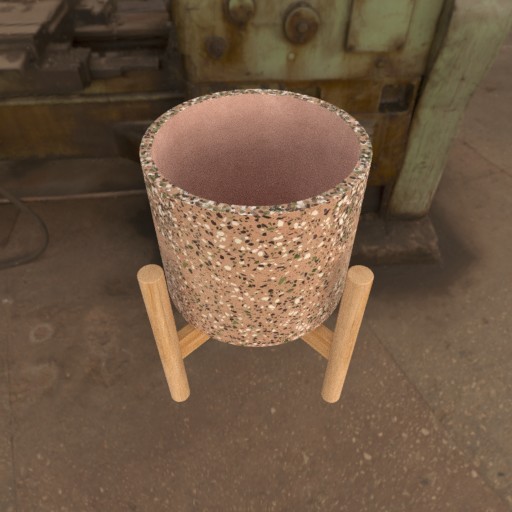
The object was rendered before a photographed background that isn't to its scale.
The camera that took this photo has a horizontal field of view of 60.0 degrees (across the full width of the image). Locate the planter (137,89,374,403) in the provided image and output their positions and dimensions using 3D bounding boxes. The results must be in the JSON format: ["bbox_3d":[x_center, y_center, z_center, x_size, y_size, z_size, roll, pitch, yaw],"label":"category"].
[{"bbox_3d":[0.000,0.000,0.544,0.284,0.320,0.284,-16,48,-15],"label":"planter"}]
